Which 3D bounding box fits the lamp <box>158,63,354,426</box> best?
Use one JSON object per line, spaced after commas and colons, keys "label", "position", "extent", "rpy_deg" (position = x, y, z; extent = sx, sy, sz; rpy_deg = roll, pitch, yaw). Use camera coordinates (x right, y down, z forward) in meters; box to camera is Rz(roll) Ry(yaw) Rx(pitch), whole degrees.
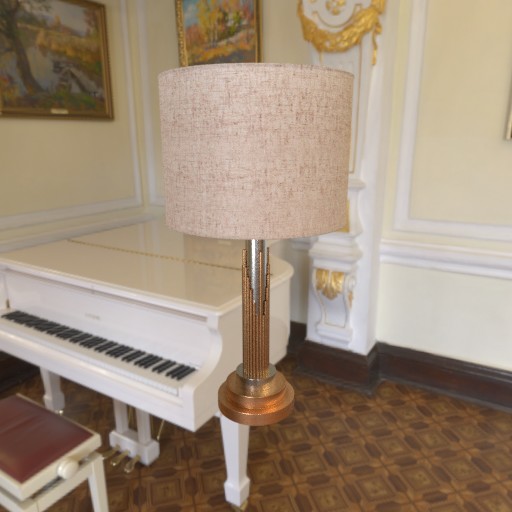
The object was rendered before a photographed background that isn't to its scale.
{"label": "lamp", "position": [0.000, 0.000, 0.816], "extent": [0.321, 0.610, 0.321], "rpy_deg": [14, 20, 42]}
